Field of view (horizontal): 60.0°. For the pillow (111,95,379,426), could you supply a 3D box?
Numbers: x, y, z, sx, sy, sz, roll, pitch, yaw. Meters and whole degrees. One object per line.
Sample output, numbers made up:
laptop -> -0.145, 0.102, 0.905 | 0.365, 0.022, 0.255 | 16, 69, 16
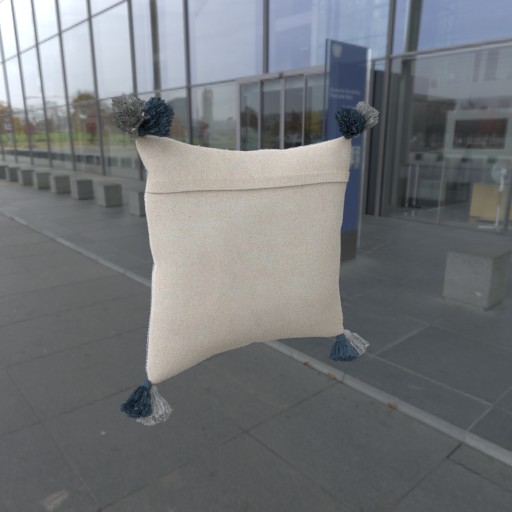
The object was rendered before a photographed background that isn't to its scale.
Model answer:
pillow -> 0.000, 0.000, 0.933 | 0.614, 0.634, 0.138 | -7, 17, -25
